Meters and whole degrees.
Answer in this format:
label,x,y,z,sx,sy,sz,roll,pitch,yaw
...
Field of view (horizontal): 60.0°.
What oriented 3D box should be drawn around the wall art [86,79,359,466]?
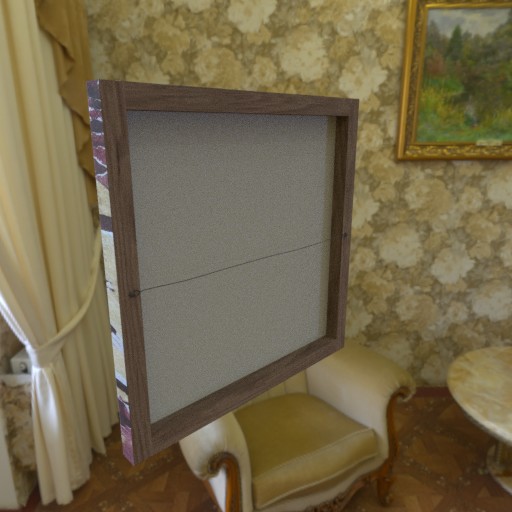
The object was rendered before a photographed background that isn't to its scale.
label,x,y,z,sx,sy,sz,roll,pitch,yaw
wall art,0.000,0.000,0.882,0.609,0.613,0.041,-15,22,-42
